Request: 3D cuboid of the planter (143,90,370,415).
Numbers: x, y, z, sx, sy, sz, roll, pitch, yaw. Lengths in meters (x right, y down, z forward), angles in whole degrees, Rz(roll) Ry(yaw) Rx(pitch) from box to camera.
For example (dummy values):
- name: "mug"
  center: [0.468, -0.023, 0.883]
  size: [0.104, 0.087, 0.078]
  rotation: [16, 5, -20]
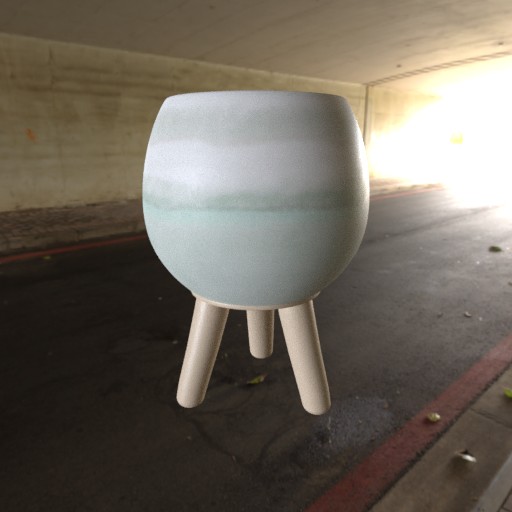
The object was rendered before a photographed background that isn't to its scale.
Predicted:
- name: "planter"
  center: [0.000, 0.000, 0.336]
  size: [0.161, 0.224, 0.161]
  rotation: [0, 14, 0]
